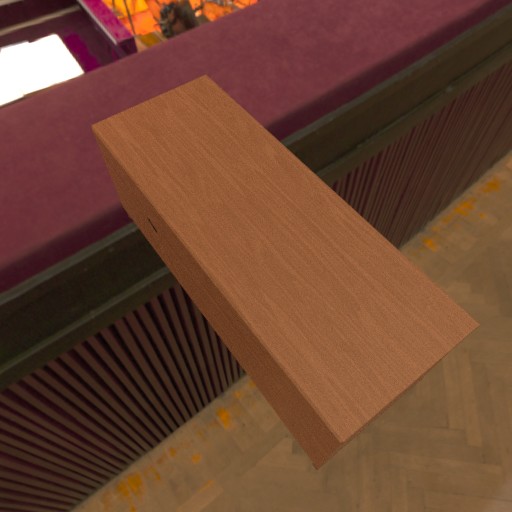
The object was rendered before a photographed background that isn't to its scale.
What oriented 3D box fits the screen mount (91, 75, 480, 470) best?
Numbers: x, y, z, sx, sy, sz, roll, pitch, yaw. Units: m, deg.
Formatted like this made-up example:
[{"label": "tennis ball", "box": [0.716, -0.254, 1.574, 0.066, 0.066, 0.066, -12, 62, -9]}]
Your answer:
[{"label": "screen mount", "box": [0.000, 0.000, 1.310, 0.406, 0.432, 1.084, -32, 63, -19]}]
